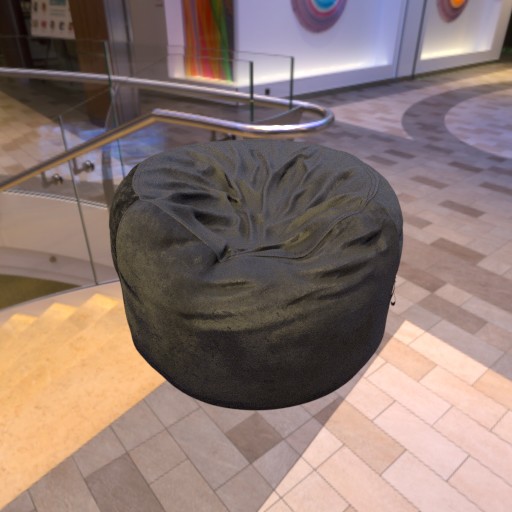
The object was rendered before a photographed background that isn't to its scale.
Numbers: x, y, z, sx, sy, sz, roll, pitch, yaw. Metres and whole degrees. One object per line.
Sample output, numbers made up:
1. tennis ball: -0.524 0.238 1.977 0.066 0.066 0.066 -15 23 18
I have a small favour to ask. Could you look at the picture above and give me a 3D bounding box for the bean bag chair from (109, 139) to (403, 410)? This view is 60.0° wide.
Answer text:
1. bean bag chair: 0.000 0.000 1.493 0.918 0.605 0.918 0 31 0
